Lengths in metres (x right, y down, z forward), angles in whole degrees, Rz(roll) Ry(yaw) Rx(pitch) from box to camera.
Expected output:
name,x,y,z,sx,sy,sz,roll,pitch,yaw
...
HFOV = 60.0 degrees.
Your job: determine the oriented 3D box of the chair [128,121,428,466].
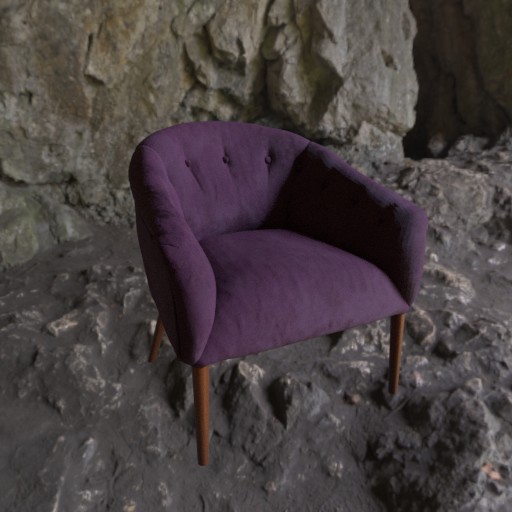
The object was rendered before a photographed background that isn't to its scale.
name,x,y,z,sx,sy,sz,roll,pitch,yaw
chair,0.000,0.000,1.511,0.851,0.885,0.776,-9,19,-27
